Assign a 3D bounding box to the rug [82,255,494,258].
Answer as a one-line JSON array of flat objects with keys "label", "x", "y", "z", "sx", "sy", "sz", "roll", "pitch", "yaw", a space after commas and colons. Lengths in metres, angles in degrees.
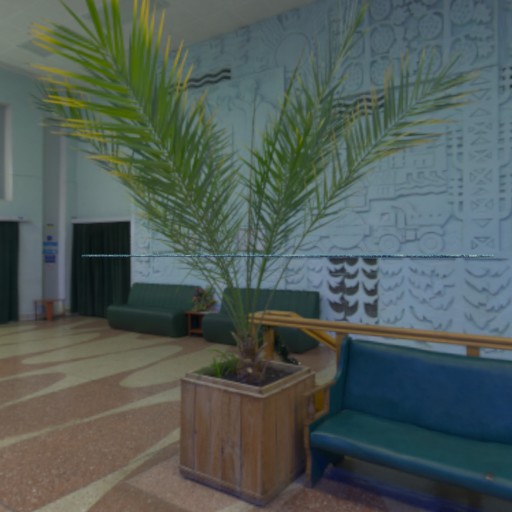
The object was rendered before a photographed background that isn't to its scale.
[{"label": "rug", "x": 0.000, "y": 0.000, "z": 2.654, "sx": 2.435, "sy": 0.011, "sz": 0.750, "roll": 0, "pitch": 0, "yaw": 36}]
